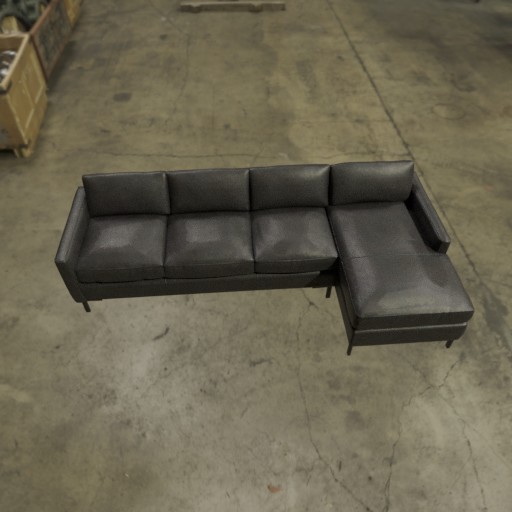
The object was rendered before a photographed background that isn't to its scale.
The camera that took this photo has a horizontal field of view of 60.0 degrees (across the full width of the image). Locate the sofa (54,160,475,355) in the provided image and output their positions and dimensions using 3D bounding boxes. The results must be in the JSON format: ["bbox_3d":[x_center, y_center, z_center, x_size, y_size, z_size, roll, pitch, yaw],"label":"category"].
[{"bbox_3d":[0.000,0.000,3.540,2.993,0.859,1.471,-3,46,-3],"label":"sofa"}]
